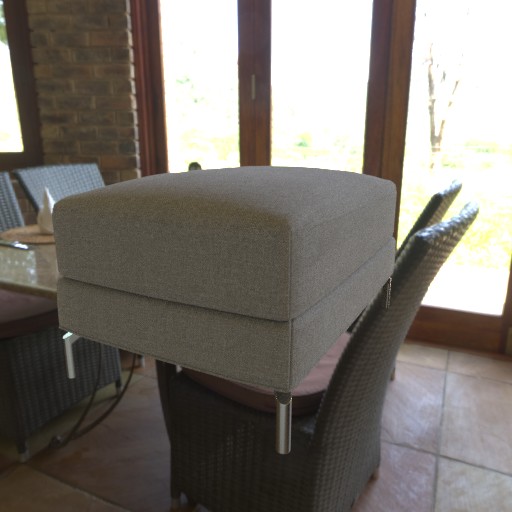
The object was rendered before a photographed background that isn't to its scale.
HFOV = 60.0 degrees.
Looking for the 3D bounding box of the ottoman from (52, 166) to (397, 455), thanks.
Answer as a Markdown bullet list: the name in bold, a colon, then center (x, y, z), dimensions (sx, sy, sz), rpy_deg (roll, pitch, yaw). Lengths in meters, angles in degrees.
- **ottoman**: center (0.000, 0.000, 1.175), dimensions (0.584, 0.457, 0.838), rpy_deg (8, 16, 27)
